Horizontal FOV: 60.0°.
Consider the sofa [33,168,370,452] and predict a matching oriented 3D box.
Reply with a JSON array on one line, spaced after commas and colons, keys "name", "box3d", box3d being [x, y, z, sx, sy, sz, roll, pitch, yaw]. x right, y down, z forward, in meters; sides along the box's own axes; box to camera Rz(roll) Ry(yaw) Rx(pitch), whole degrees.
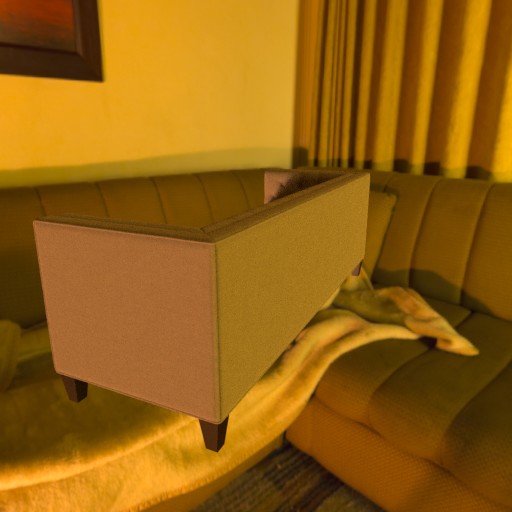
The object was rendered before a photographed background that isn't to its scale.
[{"name": "sofa", "box3d": [0.000, 0.000, 2.482, 0.775, 0.762, 2.159, 8, 18, 25]}]
